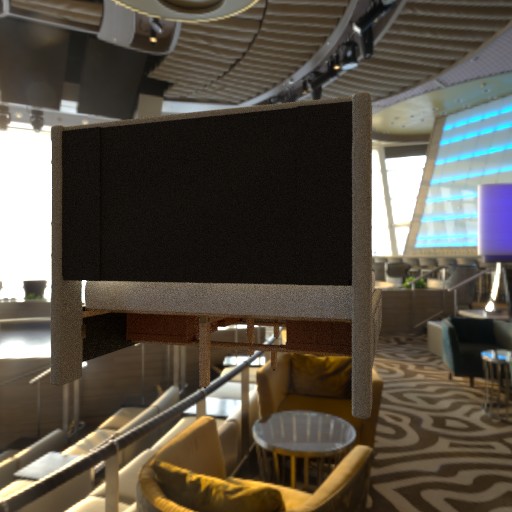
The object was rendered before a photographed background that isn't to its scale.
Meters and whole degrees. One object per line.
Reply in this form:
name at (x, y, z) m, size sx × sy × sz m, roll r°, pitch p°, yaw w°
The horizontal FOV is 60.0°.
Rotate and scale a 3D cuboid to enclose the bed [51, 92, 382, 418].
bed at (0.000, 0.000, 3.318) m, size 1.774 × 1.491 × 2.222 m, roll 0°, pitch 0°, yaw 17°
